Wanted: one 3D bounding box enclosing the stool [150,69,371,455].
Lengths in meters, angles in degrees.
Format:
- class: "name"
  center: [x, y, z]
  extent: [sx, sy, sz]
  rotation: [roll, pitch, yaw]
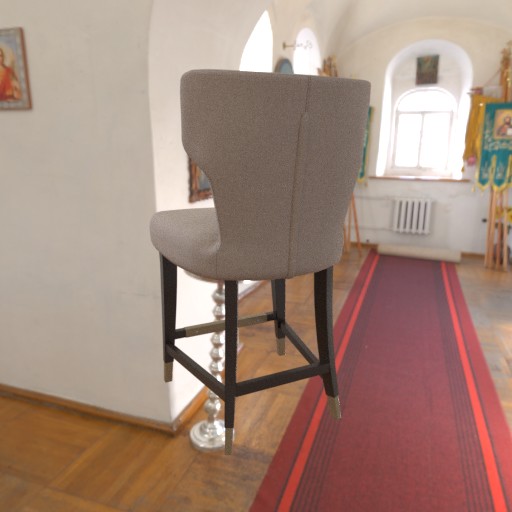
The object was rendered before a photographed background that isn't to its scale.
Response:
- class: "stool"
  center: [0.000, 0.000, 1.340]
  extent: [0.527, 0.982, 0.563]
  rotation: [-7, 16, -25]
